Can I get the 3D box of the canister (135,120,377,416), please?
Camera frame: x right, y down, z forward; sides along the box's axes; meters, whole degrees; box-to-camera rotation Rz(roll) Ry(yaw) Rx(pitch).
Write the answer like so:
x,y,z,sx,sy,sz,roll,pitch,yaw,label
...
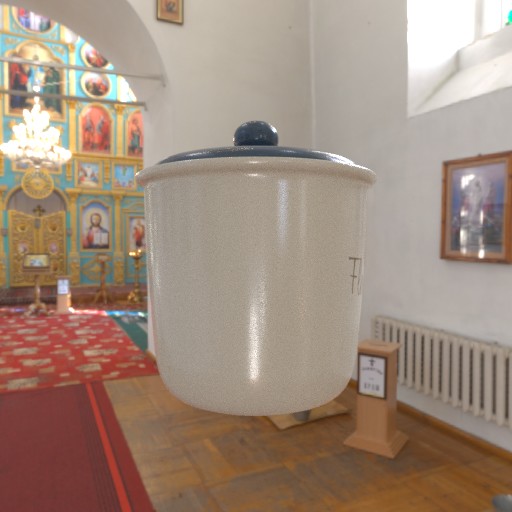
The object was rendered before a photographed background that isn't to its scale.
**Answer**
x,y,z,sx,sy,sz,roll,pitch,yaw,label
0.000,0.000,0.346,0.182,0.208,0.182,0,1,0,canister
